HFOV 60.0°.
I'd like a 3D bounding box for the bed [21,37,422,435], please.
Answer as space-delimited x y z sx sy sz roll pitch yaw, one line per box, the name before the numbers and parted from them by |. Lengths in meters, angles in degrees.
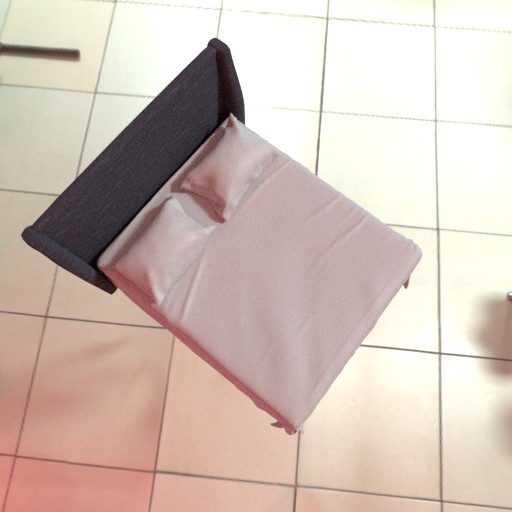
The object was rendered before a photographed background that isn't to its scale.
bed | 0.000 0.000 3.384 2.276 1.332 1.925 37 78 9
